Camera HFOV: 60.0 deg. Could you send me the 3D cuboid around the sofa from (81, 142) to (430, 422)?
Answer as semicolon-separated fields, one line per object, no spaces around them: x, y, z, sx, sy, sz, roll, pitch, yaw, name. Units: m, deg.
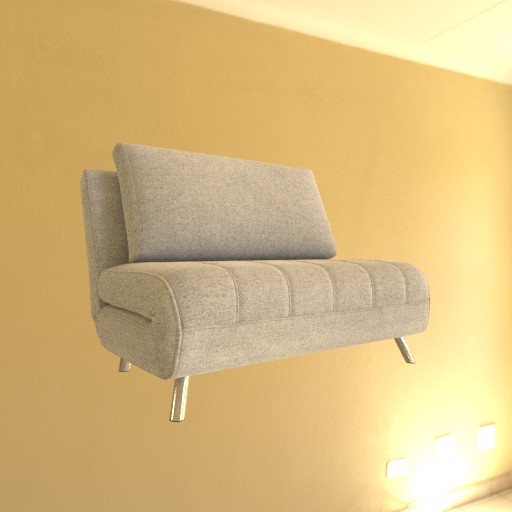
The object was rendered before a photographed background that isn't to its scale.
0.000;0.000;1.876;1.220;0.910;0.910;-1;1;-36;sofa
